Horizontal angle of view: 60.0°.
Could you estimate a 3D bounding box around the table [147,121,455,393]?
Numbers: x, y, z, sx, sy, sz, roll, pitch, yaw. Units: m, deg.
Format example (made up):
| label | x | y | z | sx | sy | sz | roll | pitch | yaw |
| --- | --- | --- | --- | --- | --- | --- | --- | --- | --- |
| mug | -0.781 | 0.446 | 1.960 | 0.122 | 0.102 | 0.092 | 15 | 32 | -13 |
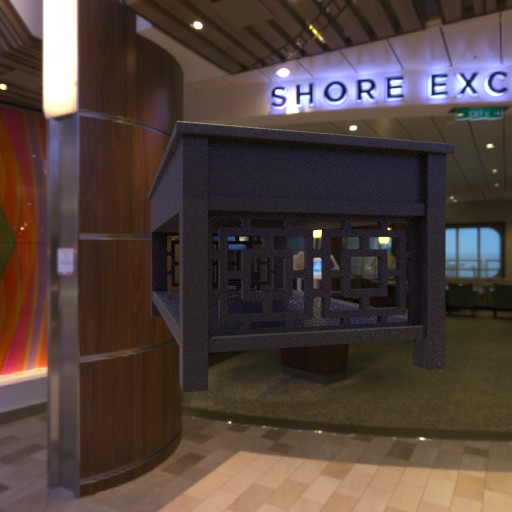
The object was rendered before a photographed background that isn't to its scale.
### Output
| label | x | y | z | sx | sy | sz | roll | pitch | yaw |
| --- | --- | --- | --- | --- | --- | --- | --- | --- | --- |
| table | 0.000 | 0.000 | 1.394 | 0.612 | 0.493 | 1.068 | 0 | 0 | -16 |
